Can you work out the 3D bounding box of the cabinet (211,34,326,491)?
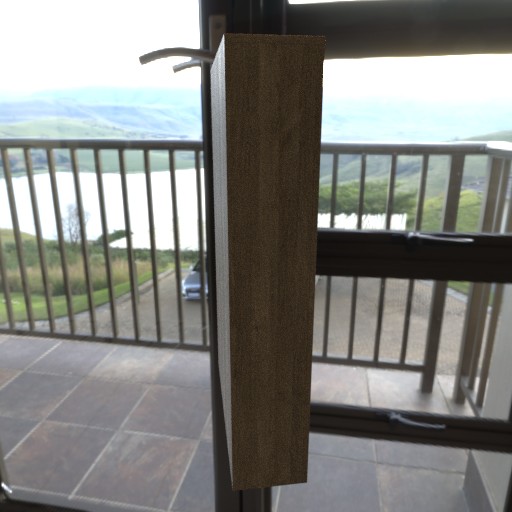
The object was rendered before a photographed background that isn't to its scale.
[{"bbox_3d":[0.000,0.000,1.554,0.250,1.280,0.750,-2,17,-8],"label":"cabinet"}]
